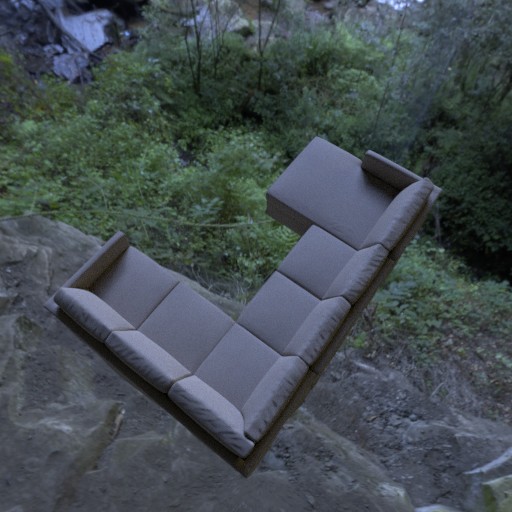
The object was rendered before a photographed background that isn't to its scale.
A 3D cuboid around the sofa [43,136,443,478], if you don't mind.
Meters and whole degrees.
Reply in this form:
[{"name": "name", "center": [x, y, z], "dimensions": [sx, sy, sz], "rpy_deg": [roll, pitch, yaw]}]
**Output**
[{"name": "sofa", "center": [0.000, 0.000, 4.675], "dimensions": [2.476, 0.878, 3.528], "rpy_deg": [34, 68, 15]}]
